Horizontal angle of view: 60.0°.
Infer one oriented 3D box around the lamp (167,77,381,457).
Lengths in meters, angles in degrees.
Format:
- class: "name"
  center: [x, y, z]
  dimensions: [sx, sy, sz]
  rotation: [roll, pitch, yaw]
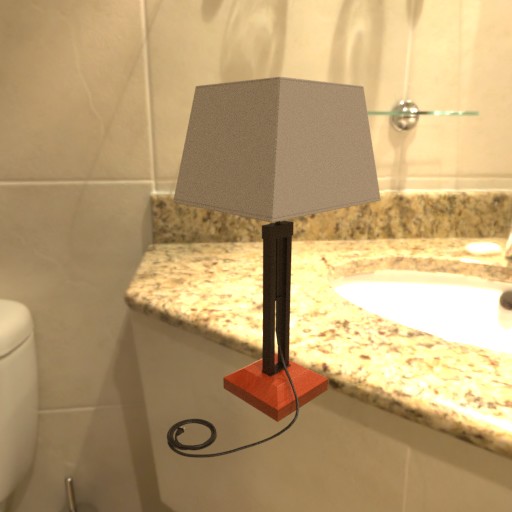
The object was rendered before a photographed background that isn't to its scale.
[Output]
- class: "lamp"
  center: [0.000, 0.000, 0.987]
  dimensions: [0.498, 0.737, 0.310]
  rotation: [-15, 22, -41]
